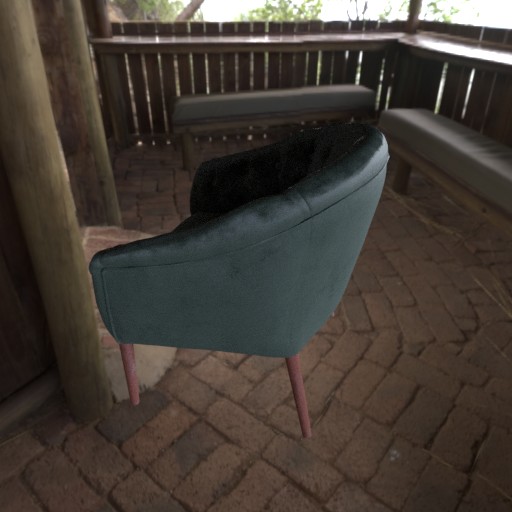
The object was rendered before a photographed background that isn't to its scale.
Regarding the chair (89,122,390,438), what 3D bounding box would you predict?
[{"bbox_3d":[0.000,0.000,1.520,0.776,0.885,0.851,8,31,13],"label":"chair"}]
